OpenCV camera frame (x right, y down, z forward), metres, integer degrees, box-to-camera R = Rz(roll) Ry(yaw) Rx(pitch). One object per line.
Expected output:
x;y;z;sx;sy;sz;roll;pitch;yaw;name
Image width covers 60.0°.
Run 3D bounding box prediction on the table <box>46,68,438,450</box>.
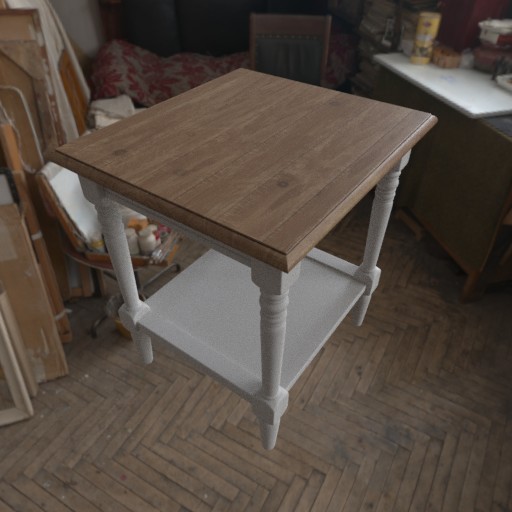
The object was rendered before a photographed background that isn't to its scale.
0.000;0.000;0.933;0.457;0.561;0.508;25;47;27;table
